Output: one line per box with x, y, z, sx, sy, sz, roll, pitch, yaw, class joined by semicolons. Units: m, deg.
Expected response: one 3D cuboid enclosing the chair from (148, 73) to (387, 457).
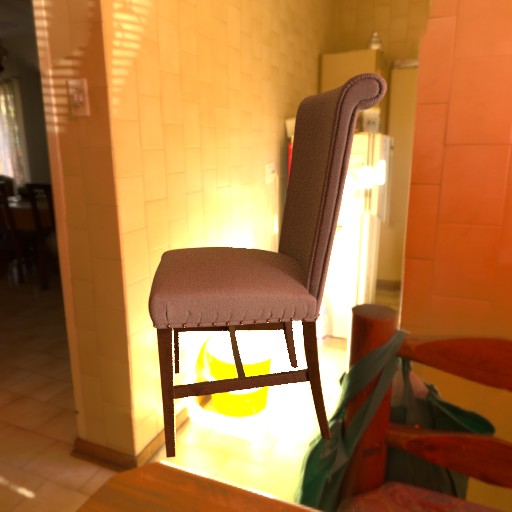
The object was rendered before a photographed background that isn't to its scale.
0.000;0.000;1.356;0.608;0.988;0.513;-2;14;-8;chair
